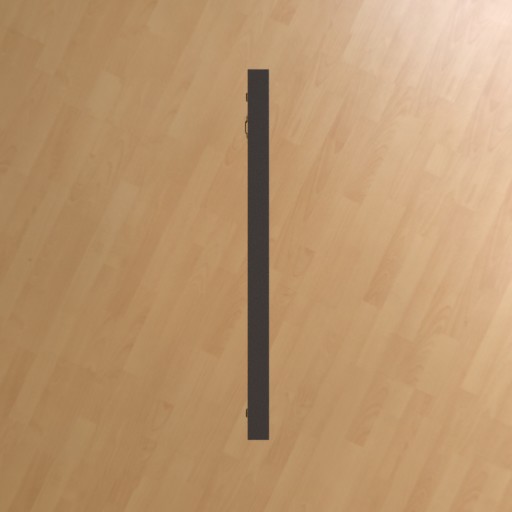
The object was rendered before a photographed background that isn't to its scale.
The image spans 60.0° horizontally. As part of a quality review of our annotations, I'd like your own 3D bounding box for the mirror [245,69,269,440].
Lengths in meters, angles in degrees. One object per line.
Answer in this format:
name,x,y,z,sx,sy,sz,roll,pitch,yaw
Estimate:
mirror,0.000,0.000,1.185,0.040,0.915,0.609,0,90,0
